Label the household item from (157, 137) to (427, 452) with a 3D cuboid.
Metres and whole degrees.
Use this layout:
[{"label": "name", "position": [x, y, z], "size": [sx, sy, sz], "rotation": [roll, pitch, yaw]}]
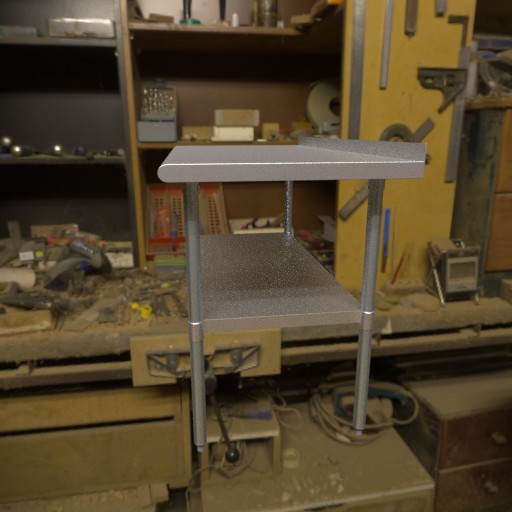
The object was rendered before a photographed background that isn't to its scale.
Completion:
[{"label": "household item", "position": [0.000, 0.000, 1.668], "size": [0.610, 0.851, 1.219], "rotation": [-2, 16, -8]}]
